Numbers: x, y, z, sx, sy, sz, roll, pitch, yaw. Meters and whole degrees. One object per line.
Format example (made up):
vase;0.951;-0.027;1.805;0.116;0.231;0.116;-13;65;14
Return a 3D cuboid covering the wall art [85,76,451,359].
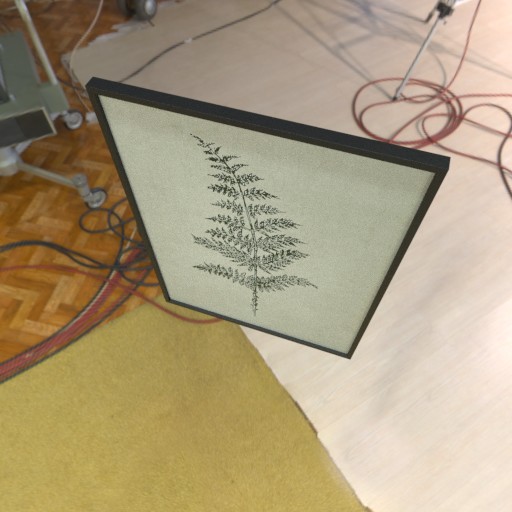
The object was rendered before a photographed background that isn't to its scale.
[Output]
wall art;0.000;0.000;1.387;0.802;1.070;0.036;16;59;10
